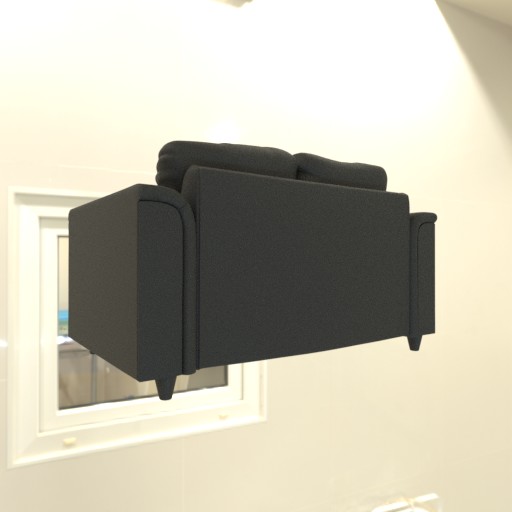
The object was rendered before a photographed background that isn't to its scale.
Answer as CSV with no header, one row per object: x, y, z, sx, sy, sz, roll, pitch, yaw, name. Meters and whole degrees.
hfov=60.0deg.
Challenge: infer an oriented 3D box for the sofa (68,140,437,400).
0.000,0.000,1.961,1.386,0.845,0.887,0,0,-35,sofa
